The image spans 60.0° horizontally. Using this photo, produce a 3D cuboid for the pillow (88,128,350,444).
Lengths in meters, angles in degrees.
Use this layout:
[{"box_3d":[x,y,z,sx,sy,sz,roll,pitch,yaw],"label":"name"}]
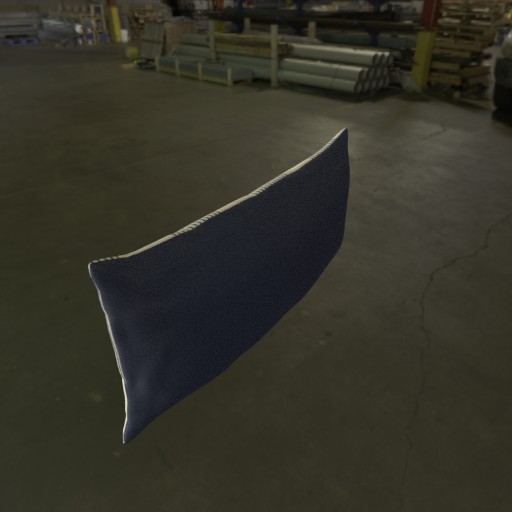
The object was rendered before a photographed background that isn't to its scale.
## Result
[{"box_3d":[0.000,0.000,0.727,0.151,0.287,0.610,20,36,29],"label":"pillow"}]
